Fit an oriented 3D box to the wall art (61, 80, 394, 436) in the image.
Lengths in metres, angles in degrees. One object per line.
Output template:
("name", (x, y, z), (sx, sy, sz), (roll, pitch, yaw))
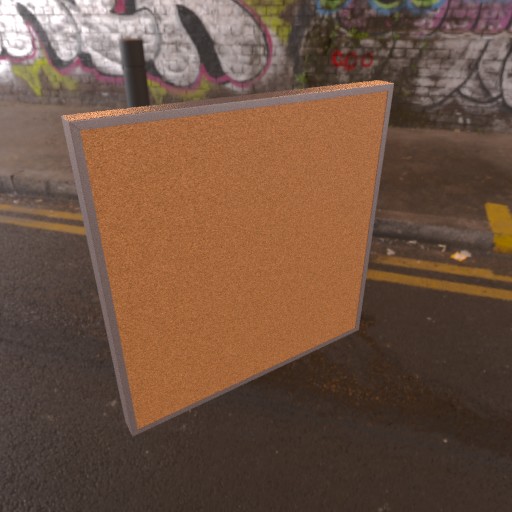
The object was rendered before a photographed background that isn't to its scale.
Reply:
("wall art", (0.000, 0.000, 0.507), (0.349, 0.349, 0.028), (-18, 34, -28))
